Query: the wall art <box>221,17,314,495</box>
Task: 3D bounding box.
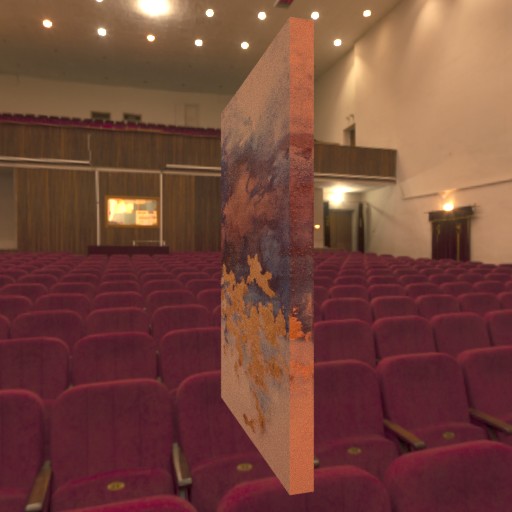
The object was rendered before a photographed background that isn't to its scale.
[{"bbox_3d":[0.000,0.000,1.095,0.048,0.874,0.583,0,0,-17],"label":"wall art"}]
